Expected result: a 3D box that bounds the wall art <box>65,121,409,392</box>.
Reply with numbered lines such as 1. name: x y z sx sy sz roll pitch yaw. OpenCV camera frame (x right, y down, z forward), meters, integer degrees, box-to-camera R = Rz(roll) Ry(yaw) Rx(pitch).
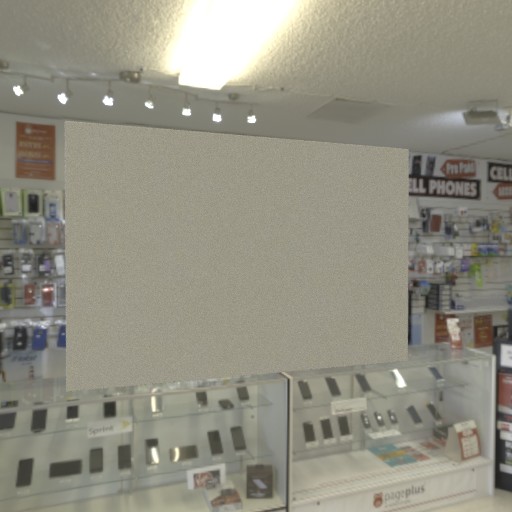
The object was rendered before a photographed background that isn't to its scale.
1. wall art: 0.000 0.000 1.136 0.898 0.601 0.038 0 1 -18
